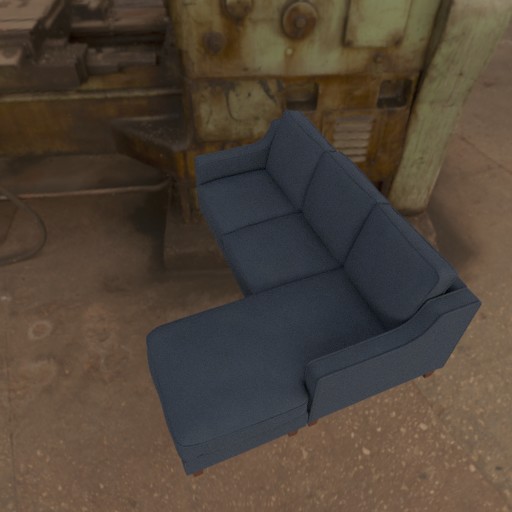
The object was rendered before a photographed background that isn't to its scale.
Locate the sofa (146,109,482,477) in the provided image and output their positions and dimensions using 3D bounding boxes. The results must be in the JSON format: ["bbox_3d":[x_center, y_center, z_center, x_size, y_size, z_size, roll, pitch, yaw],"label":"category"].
[{"bbox_3d":[0.000,0.000,3.225,1.858,1.066,2.317,-17,48,-15],"label":"sofa"}]
